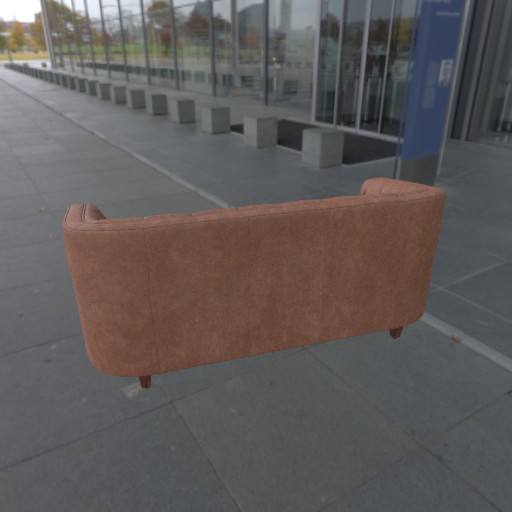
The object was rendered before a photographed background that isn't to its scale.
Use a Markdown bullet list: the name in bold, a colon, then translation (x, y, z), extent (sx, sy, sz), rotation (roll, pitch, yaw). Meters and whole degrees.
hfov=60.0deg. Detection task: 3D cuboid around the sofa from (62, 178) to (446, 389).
- **sofa**: translation (0.000, 0.000, 2.263), extent (1.755, 0.786, 0.914), rotation (-7, 26, -15)
